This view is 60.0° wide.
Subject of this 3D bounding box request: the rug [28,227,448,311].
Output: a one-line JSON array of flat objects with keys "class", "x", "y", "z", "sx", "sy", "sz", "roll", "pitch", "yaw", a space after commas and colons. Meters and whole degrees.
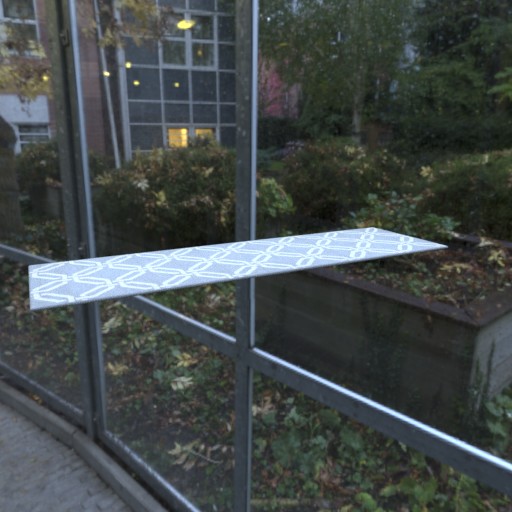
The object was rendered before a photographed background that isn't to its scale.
[{"class": "rug", "x": 0.000, "y": 0.000, "z": 2.480, "sx": 2.276, "sy": 0.014, "sz": 0.678, "roll": -7, "pitch": 16, "yaw": -26}]
